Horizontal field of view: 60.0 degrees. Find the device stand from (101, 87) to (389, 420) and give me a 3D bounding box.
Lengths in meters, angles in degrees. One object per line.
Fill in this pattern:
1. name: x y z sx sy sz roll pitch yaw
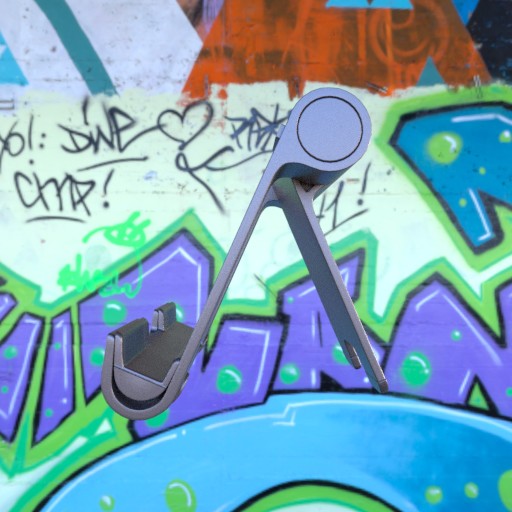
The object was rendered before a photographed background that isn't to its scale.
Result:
1. device stand: 0.000 0.000 0.154 0.079 0.084 0.088 0 -1 -1
